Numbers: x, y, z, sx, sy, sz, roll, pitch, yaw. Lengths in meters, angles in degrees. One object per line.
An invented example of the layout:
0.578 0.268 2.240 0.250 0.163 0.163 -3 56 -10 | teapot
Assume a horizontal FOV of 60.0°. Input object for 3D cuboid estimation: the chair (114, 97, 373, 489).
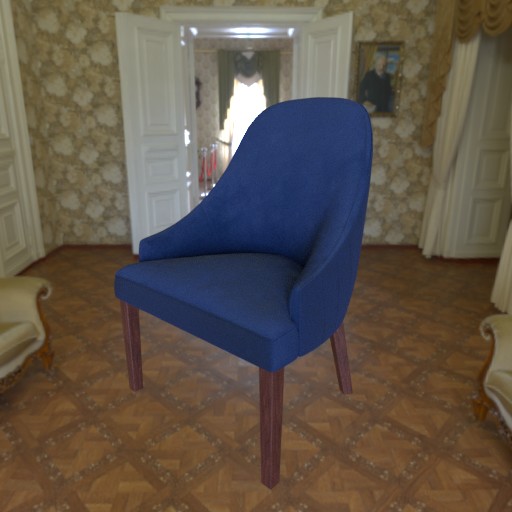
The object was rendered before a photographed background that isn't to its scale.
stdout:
0.000 0.000 1.283 0.643 0.889 0.575 15 22 41 | chair
